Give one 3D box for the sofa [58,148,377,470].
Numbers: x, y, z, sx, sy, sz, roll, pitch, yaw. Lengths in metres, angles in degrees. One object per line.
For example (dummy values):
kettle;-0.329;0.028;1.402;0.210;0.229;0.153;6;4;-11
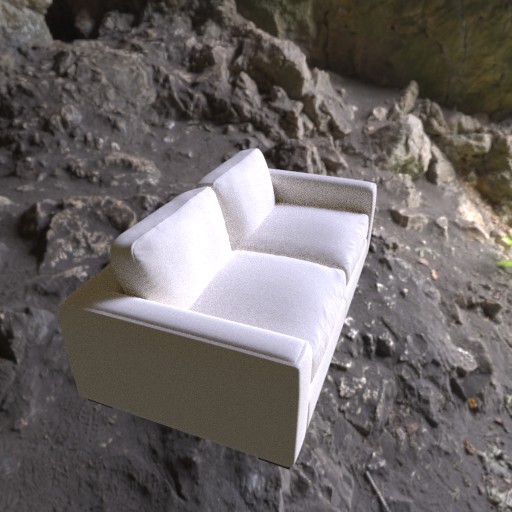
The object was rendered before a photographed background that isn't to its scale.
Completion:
sofa;0.000;0.000;2.494;1.069;0.801;1.920;11;32;18
